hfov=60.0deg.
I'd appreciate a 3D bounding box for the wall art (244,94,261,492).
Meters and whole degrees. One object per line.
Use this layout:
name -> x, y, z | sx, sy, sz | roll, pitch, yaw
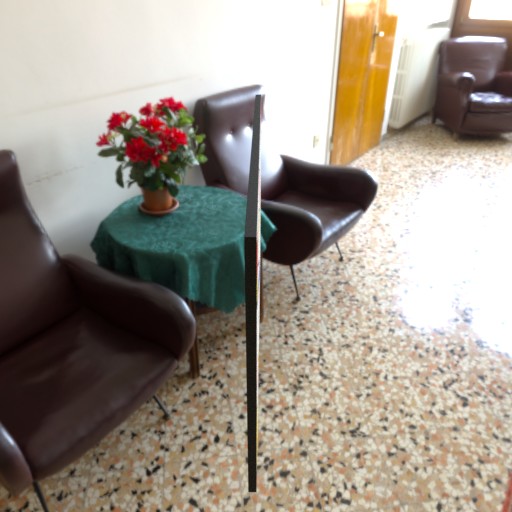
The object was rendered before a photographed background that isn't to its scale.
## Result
wall art -> 0.000, 0.000, 0.855 | 0.013, 0.458, 0.664 | 1, 32, 1
